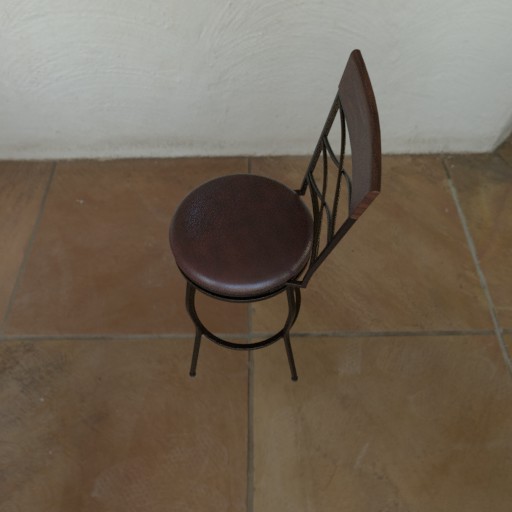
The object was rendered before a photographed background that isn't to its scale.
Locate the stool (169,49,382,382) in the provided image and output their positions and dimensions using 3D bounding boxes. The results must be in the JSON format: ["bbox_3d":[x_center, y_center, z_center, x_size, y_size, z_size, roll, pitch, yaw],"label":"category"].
[{"bbox_3d":[0.000,0.000,1.400,0.513,1.130,0.448,2,57,1],"label":"stool"}]
